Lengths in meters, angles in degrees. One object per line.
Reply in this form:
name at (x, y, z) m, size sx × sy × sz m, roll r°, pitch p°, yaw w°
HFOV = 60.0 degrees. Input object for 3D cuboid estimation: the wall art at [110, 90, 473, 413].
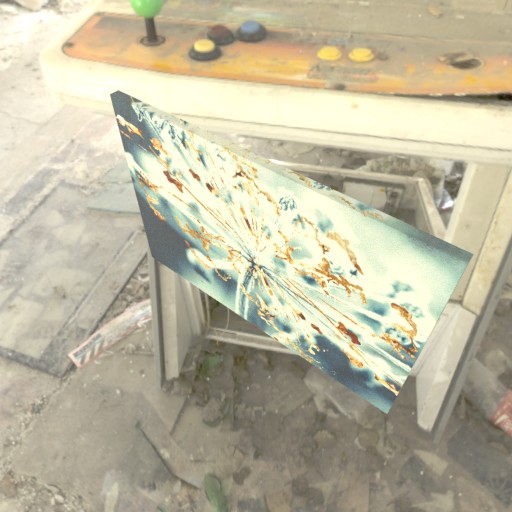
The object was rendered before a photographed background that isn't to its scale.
wall art at (0.000, 0.000, 1.440) m, size 1.138 × 0.759 × 0.035 m, roll 30°, pitch 55°, yaw 25°
